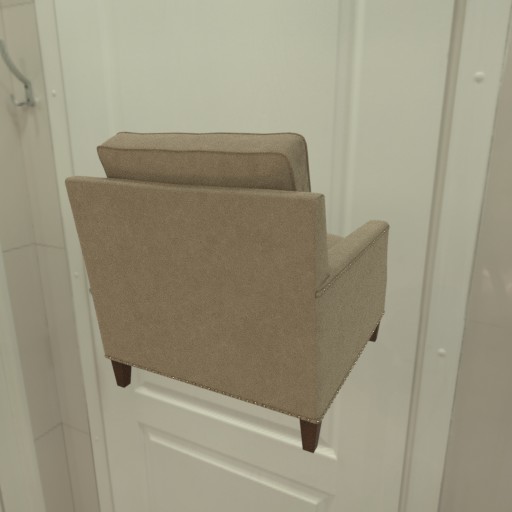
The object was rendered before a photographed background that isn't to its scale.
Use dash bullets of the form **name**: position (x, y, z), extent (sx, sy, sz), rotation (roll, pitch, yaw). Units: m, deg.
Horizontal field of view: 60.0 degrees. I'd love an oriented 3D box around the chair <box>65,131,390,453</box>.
- **chair**: position (0.000, 0.000, 1.727), extent (0.853, 0.943, 1.014), rotation (8, 18, 26)
